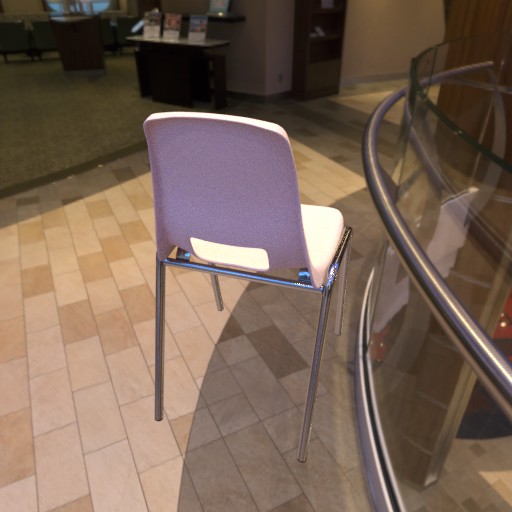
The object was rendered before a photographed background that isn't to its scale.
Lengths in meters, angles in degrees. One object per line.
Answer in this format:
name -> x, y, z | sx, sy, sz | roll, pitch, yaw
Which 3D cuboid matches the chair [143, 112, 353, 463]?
chair -> 0.000, 0.000, 0.960 | 0.381, 0.704, 0.436 | 10, 33, 15
